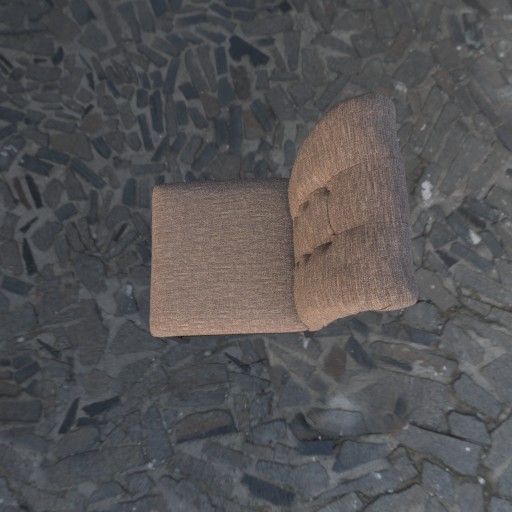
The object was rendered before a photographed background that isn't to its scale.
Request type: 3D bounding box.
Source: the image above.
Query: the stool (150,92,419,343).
[{"bbox_3d":[0.000,0.000,1.314,0.611,0.970,0.457,-2,76,-1],"label":"stool"}]
